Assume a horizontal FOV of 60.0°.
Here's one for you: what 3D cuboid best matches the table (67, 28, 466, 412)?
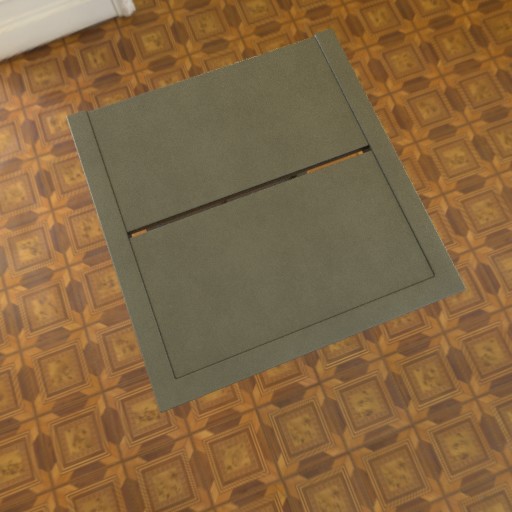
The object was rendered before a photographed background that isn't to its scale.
[{"bbox_3d":[0.000,0.000,0.880,0.405,0.609,0.420,-21,76,-5],"label":"table"}]
